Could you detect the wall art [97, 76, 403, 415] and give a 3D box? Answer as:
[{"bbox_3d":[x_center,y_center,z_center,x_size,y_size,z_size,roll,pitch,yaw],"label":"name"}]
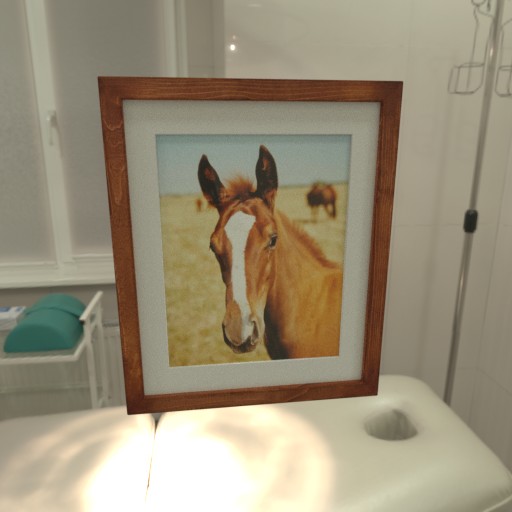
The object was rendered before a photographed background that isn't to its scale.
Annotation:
[{"bbox_3d":[0.000,0.000,0.751,0.462,0.558,0.030,-2,15,-7],"label":"wall art"}]
